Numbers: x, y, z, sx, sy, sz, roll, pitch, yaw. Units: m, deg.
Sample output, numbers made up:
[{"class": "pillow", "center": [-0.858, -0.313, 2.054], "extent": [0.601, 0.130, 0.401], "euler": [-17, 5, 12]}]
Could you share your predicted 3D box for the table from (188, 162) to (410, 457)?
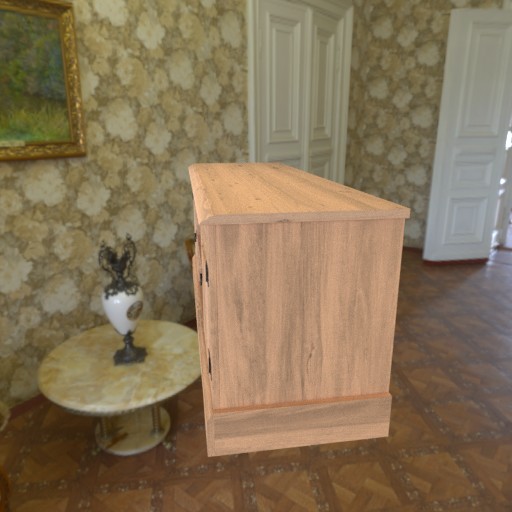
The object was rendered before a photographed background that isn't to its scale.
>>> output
[{"class": "table", "center": [0.000, 0.000, 1.451], "extent": [0.400, 0.510, 1.200], "euler": [-3, 16, -9]}]
